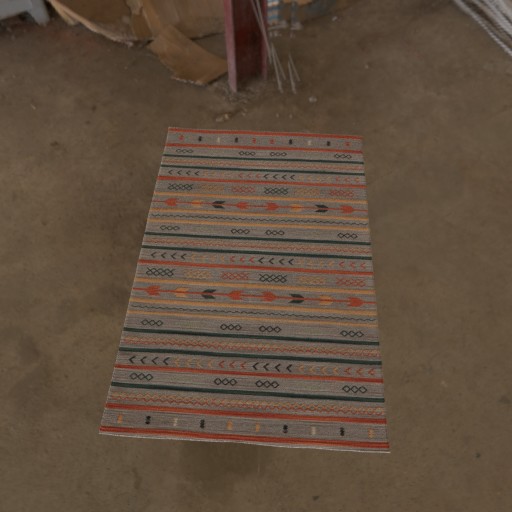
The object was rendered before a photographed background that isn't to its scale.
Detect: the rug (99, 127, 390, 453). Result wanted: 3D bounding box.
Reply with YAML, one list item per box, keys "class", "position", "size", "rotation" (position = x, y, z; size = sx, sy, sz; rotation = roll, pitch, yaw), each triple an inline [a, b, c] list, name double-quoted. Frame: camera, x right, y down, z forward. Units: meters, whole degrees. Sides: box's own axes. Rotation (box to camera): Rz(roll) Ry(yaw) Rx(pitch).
- class: "rug"
  position: [0.000, 0.000, 2.319]
  size: [1.220, 0.017, 1.835]
  rotation: [3, 59, 2]
